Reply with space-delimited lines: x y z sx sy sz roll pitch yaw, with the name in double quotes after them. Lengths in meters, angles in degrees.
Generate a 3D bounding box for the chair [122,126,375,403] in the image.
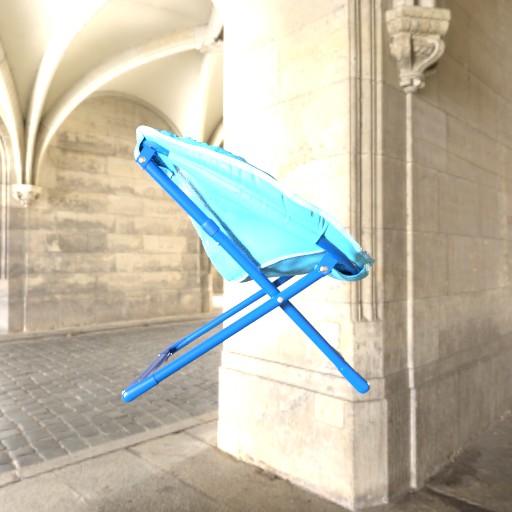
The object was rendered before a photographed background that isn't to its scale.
0.000 0.000 0.892 0.465 0.478 0.520 0 -1 -1 "chair"
